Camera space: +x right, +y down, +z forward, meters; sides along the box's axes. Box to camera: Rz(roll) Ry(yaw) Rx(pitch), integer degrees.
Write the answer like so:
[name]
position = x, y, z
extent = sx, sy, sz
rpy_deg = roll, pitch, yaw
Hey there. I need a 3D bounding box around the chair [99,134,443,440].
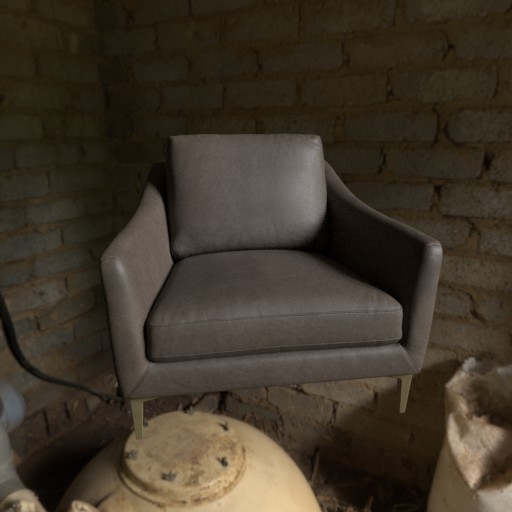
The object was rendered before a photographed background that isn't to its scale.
[chair]
position = 0.000, 0.000, 1.710
extent = 0.988, 0.901, 0.961
rpy_deg = -3, 16, -9
